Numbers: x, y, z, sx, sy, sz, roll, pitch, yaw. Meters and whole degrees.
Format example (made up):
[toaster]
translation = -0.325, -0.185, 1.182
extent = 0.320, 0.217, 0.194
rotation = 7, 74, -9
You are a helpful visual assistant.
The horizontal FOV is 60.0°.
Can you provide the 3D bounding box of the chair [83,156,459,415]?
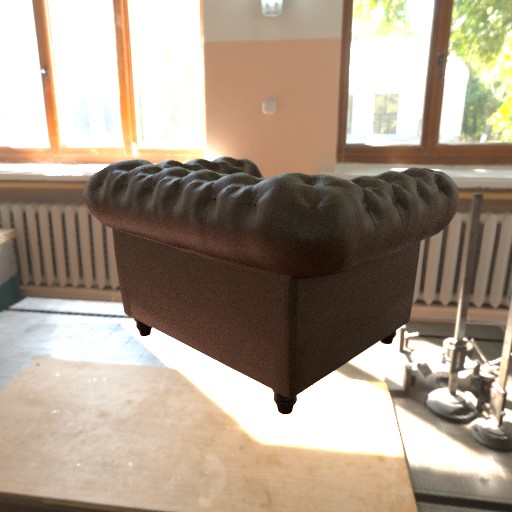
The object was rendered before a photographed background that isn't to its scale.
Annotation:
[chair]
translation = 0.000, 0.000, 1.860
extent = 1.298, 0.784, 0.954
rotation = 14, 21, 42
